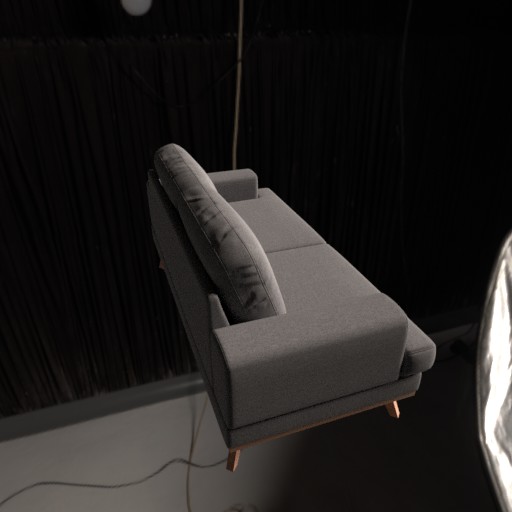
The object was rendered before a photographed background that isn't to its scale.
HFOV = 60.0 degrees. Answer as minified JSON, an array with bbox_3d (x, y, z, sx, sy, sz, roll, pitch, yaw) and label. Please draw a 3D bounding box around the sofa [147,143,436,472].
[{"bbox_3d":[0.000,0.000,2.101,0.785,0.810,1.650,-10,31,-17],"label":"sofa"}]
